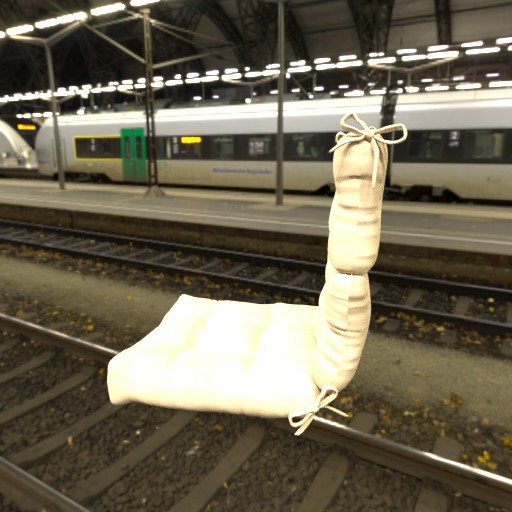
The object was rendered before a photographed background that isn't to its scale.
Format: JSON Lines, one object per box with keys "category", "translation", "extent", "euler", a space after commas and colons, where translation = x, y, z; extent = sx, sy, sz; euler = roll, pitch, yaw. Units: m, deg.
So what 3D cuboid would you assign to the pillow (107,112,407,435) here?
{"category": "pillow", "translation": [0.000, 0.000, 1.038], "extent": [0.571, 0.605, 0.519], "euler": [2, 14, 10]}
